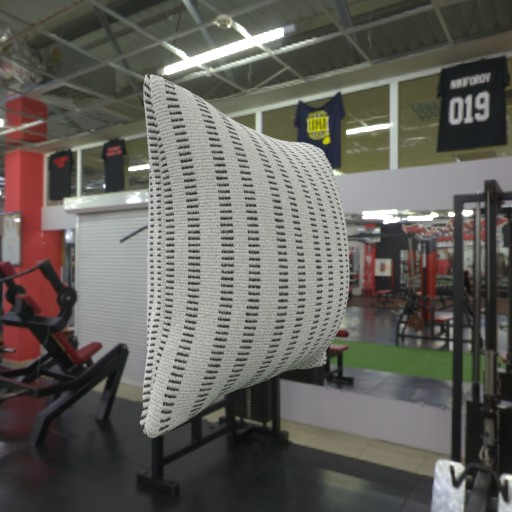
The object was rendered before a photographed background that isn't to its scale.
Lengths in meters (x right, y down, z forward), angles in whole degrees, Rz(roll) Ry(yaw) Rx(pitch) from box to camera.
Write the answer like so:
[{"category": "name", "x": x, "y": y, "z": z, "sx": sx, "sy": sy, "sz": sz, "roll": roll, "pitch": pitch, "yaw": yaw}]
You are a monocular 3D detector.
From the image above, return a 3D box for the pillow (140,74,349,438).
[{"category": "pillow", "x": 0.000, "y": 0.000, "z": 0.680, "sx": 0.247, "sy": 0.419, "sz": 0.438, "roll": 0, "pitch": -1, "yaw": 36}]
